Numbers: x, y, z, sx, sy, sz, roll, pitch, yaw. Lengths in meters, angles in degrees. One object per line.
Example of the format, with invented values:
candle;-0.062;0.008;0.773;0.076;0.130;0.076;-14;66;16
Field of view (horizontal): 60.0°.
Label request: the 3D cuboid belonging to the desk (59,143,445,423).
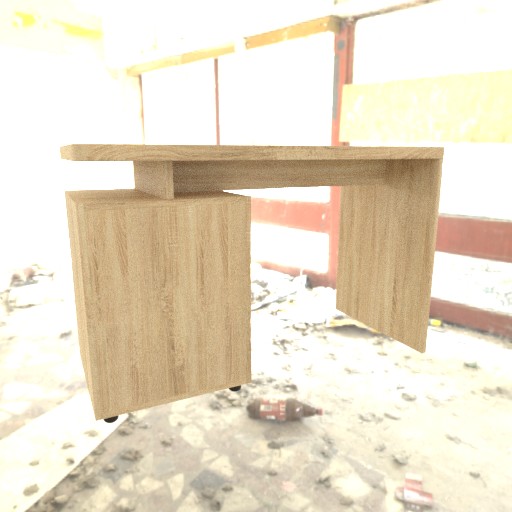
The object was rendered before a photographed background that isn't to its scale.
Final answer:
desk;0.000;0.000;1.587;1.200;0.760;0.550;-6;15;-26
